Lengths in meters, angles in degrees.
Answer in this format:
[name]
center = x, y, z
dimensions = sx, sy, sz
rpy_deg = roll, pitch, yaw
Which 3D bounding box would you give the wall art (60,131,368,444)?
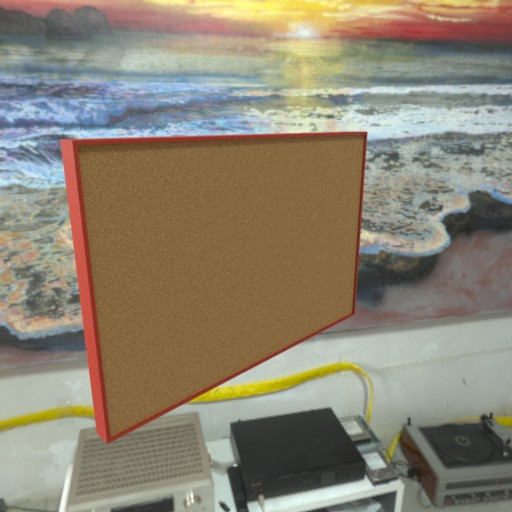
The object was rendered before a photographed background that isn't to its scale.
[wall art]
center = 0.000, 0.000, 0.765
dimensions = 0.607, 0.405, 0.033
rpy_deg = -16, 23, -42
